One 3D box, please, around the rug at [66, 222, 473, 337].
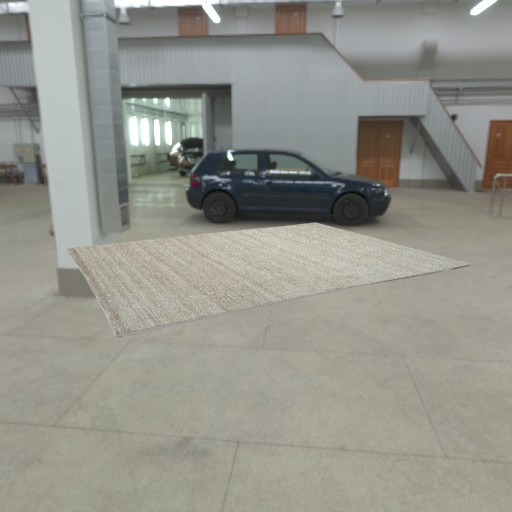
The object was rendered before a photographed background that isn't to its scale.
[{"bbox_3d":[0.000,0.000,4.327,3.202,0.045,2.434,-8,16,-27],"label":"rug"}]
